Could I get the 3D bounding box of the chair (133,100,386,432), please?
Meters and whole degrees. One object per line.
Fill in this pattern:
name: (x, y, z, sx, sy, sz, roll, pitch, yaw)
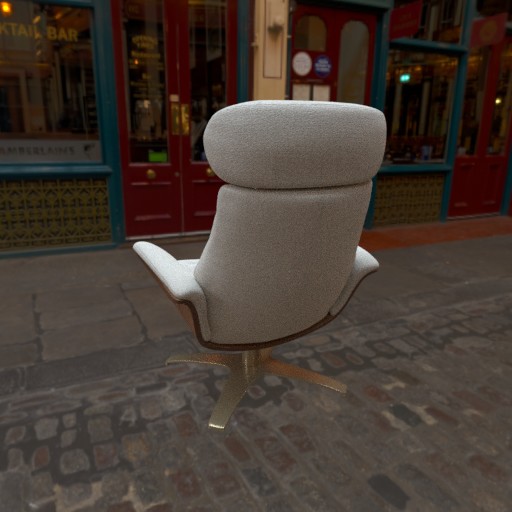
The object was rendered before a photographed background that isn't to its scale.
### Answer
chair: (0.000, 0.000, 1.577, 0.785, 0.995, 0.837, -7, 17, -25)
